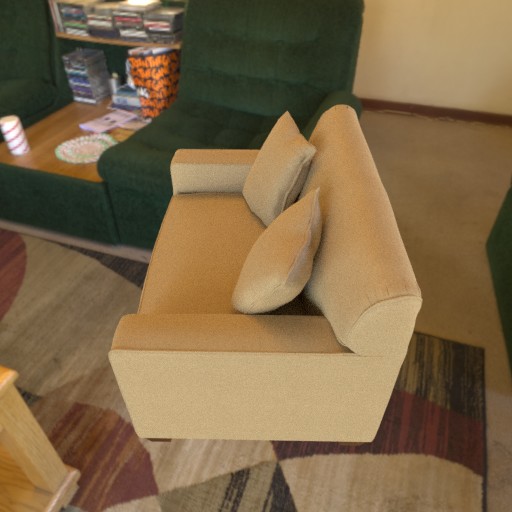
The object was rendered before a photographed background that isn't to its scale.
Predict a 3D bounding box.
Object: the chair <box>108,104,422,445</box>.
[{"bbox_3d":[0.000,0.000,2.028,1.000,0.948,1.383,1,41,1],"label":"chair"}]
